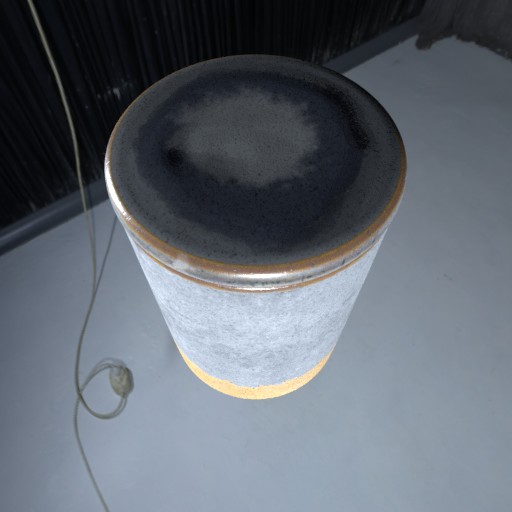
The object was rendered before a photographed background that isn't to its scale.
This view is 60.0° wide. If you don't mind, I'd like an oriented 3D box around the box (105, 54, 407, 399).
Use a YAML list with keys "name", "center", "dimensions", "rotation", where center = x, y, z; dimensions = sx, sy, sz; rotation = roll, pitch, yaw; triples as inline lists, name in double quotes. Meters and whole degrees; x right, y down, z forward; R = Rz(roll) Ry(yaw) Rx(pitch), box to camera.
- name: "box"
  center: [0.000, 0.000, 0.242]
  dimensions: [0.118, 0.168, 0.118]
  rotation: [0, 58, 0]
